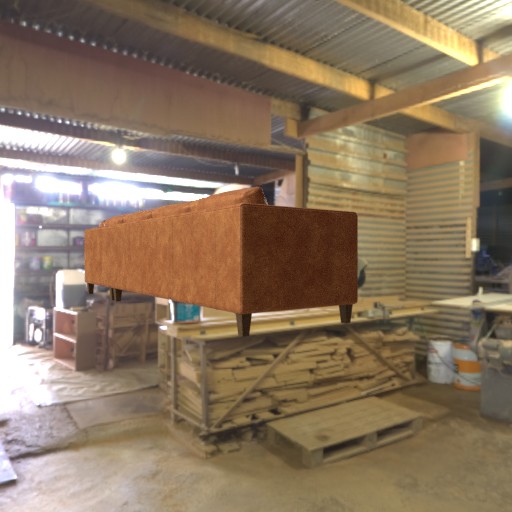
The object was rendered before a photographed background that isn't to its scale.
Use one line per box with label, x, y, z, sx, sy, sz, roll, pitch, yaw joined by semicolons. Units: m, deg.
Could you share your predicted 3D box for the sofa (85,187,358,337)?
sofa;0.000;0.000;4.281;2.438;0.838;3.167;0;0;-35
